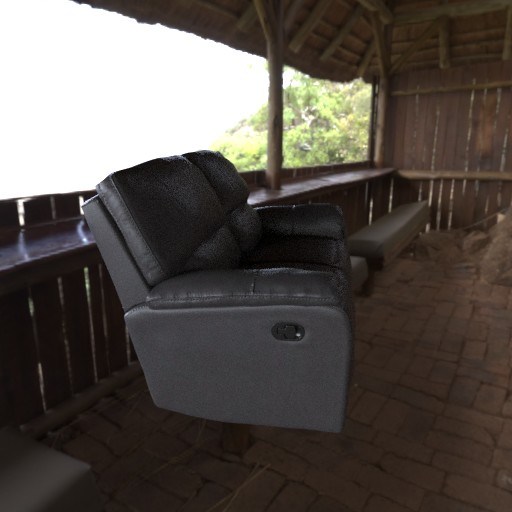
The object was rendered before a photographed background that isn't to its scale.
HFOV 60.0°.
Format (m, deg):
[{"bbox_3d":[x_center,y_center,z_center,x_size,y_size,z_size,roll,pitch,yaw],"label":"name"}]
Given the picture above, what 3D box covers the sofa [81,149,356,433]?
[{"bbox_3d":[0.000,0.000,2.470,1.104,1.111,1.765,3,17,10],"label":"sofa"}]
